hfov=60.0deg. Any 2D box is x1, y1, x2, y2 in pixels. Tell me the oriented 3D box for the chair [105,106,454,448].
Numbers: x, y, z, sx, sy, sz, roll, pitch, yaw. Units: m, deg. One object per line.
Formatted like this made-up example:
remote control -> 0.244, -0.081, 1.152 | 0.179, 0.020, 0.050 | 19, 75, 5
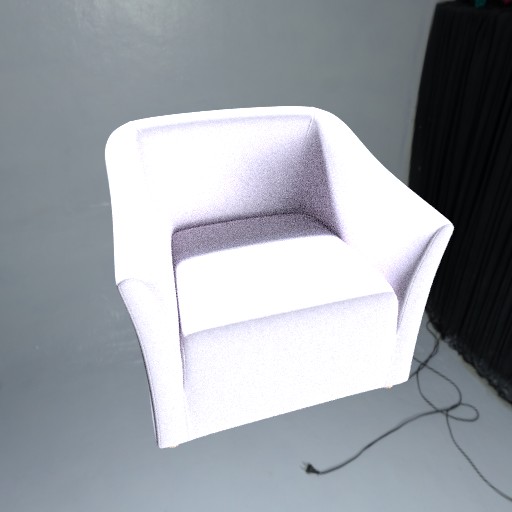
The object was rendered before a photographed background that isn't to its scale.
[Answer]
chair -> 0.000, 0.000, 1.344 | 0.790, 0.720, 0.700 | -10, 33, -15
